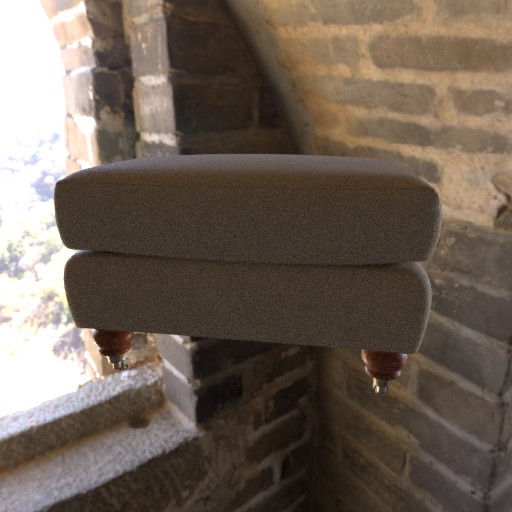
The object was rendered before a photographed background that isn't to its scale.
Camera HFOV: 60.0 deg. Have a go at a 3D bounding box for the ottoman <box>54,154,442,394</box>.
[{"bbox_3d":[0.000,0.000,1.136,0.773,0.504,0.569,3,16,9],"label":"ottoman"}]
